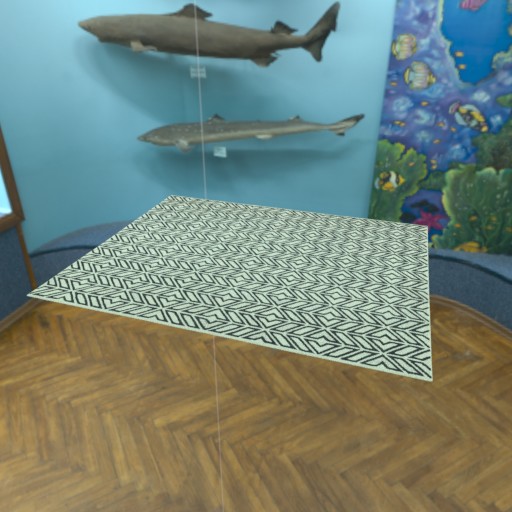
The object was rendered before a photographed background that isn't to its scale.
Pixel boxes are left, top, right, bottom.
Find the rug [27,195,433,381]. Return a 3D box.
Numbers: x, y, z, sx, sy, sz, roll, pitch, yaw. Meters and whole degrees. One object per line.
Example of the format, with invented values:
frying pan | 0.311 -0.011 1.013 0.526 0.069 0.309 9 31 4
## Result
rug | 0.000 0.000 4.117 3.045 0.008 2.421 9 29 16
